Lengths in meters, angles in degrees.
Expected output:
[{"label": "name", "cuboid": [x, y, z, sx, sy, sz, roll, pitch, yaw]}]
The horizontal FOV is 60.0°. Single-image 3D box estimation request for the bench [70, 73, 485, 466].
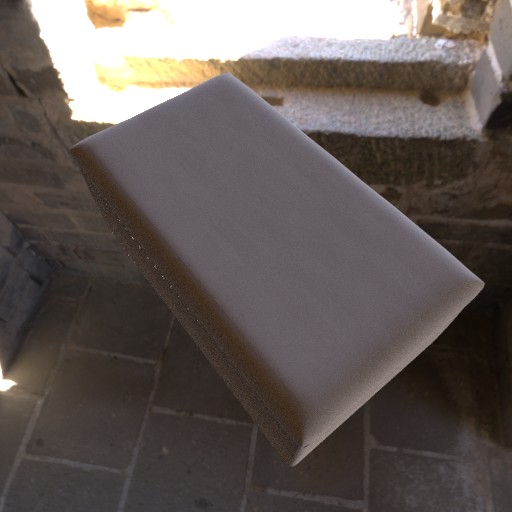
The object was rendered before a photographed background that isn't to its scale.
[{"label": "bench", "cuboid": [0.000, 0.000, 1.167, 0.500, 0.449, 0.887, -34, 64, -19]}]
